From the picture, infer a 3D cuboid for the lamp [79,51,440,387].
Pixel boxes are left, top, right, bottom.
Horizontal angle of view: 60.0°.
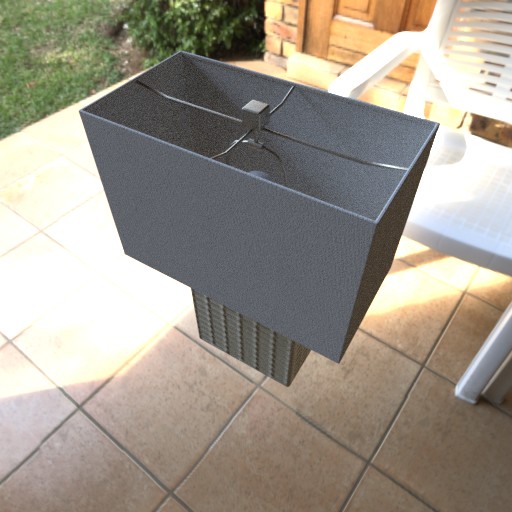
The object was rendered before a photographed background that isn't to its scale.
[{"bbox_3d":[0.000,0.000,0.703,0.380,0.515,0.200,24,52,21],"label":"lamp"}]
